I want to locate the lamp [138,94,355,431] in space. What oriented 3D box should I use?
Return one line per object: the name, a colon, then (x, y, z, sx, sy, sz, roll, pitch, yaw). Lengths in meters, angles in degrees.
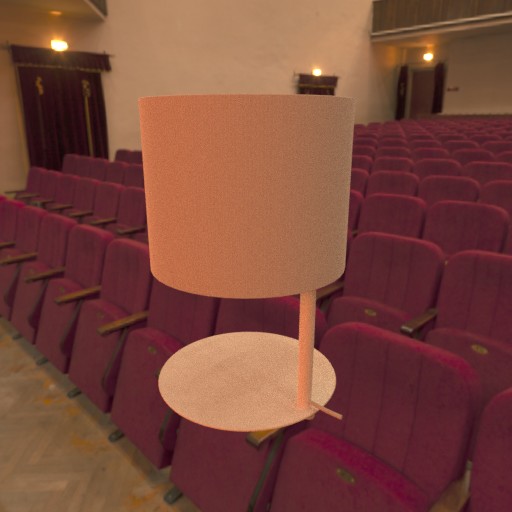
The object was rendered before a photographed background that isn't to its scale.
lamp: (0.000, 0.000, 0.681, 0.299, 0.454, 0.341, -16, 23, -41)
